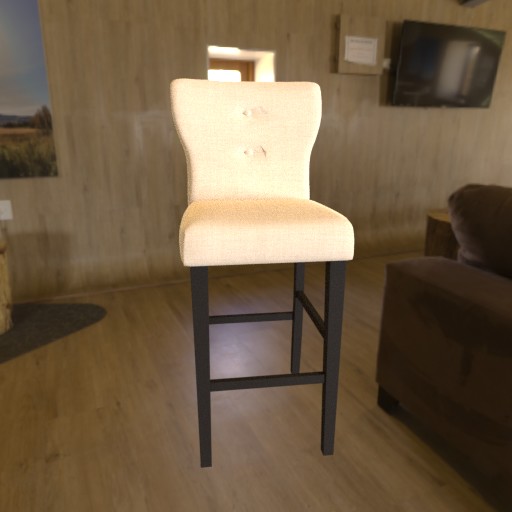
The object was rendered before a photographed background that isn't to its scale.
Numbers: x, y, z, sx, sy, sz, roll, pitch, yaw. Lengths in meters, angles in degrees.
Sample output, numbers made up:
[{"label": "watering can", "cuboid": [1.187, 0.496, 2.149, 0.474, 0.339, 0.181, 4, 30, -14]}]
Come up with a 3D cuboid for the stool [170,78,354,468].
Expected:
[{"label": "stool", "cuboid": [0.000, 0.000, 1.438, 0.516, 1.124, 0.603, -2, 16, -7]}]
